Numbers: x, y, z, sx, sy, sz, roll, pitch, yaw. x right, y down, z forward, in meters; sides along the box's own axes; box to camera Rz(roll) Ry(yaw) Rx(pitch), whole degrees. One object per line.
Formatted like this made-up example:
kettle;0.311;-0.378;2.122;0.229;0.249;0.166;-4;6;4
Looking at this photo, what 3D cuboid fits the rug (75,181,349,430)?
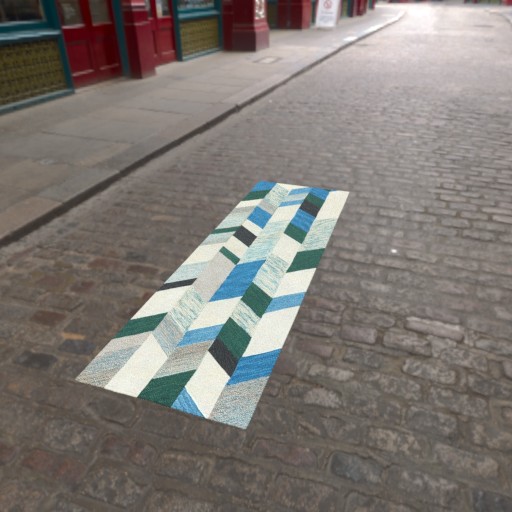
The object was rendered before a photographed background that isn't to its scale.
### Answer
rug;0.000;0.000;2.737;0.774;0.008;2.437;10;32;16
